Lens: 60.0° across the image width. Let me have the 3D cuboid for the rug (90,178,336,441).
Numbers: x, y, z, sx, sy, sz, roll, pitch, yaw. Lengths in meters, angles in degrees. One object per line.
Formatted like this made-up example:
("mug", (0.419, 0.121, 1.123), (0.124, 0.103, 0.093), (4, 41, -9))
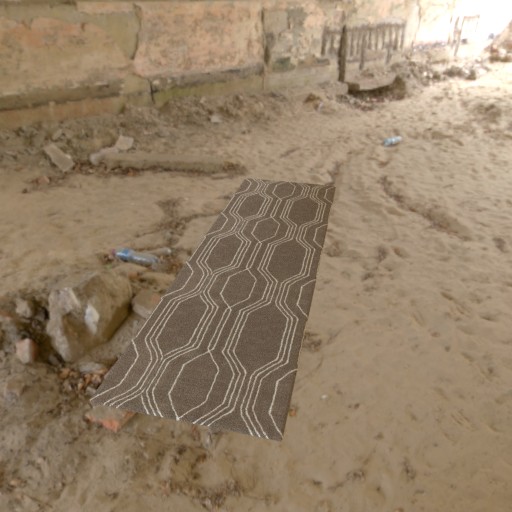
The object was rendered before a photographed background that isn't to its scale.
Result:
("rug", (0.000, 0.000, 2.696), (0.773, 0.012, 2.464), (7, 32, 11))
